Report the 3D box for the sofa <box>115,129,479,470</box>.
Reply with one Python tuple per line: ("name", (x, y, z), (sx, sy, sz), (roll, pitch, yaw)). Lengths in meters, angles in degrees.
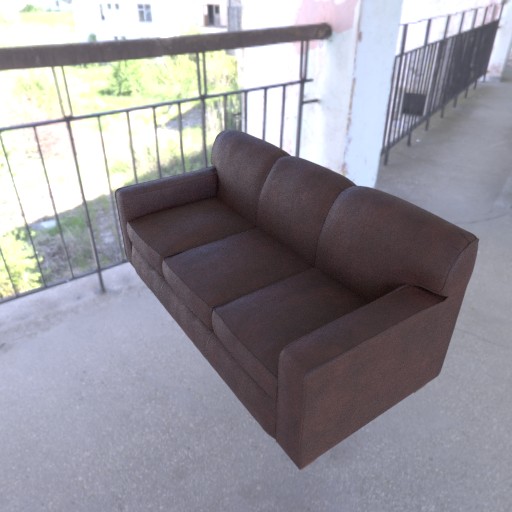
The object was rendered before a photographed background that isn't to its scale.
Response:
("sofa", (0.000, 0.000, 2.569), (1.008, 0.953, 2.039), (-20, 37, -29))
